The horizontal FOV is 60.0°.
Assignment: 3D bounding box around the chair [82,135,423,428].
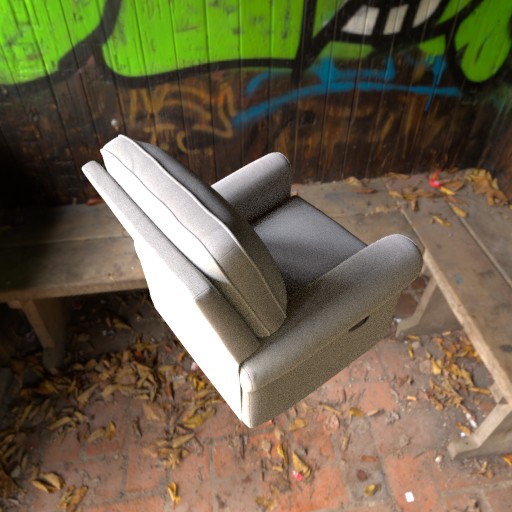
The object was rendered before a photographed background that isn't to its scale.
[{"bbox_3d":[0.000,0.000,1.671,0.878,0.960,0.890,-27,50,-26],"label":"chair"}]
